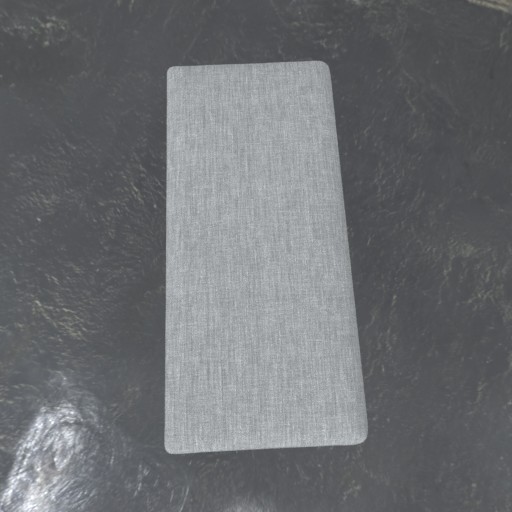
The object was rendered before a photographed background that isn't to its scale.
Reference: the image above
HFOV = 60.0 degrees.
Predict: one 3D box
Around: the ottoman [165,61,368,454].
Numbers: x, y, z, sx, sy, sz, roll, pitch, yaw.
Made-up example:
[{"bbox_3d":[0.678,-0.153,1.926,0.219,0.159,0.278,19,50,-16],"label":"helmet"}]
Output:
[{"bbox_3d":[0.000,0.000,1.154,0.419,0.432,0.902,-3,75,-1],"label":"ottoman"}]
